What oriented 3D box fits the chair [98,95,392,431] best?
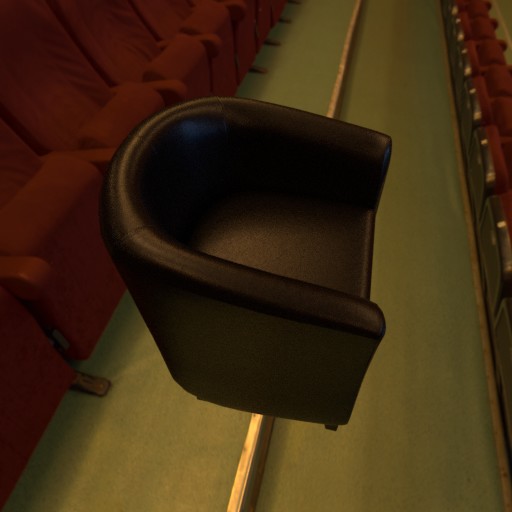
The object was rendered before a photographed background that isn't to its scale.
[{"bbox_3d":[0.000,0.000,1.376,0.727,0.756,0.793,9,47,9],"label":"chair"}]
